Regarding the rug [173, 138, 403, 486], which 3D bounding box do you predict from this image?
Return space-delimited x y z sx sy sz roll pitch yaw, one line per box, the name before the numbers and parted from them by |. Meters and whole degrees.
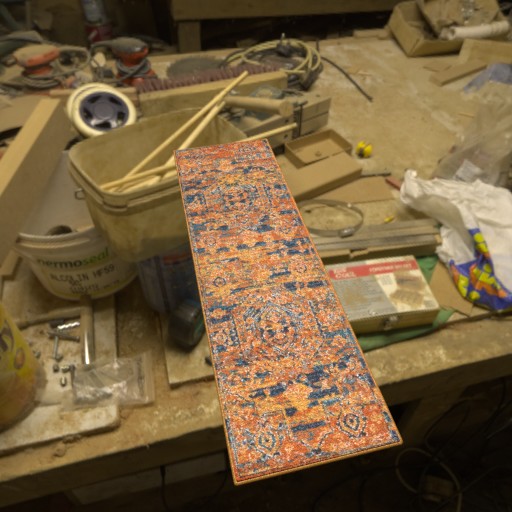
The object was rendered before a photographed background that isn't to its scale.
rug | 0.000 0.000 1.985 0.556 0.013 1.820 -10 48 -9
